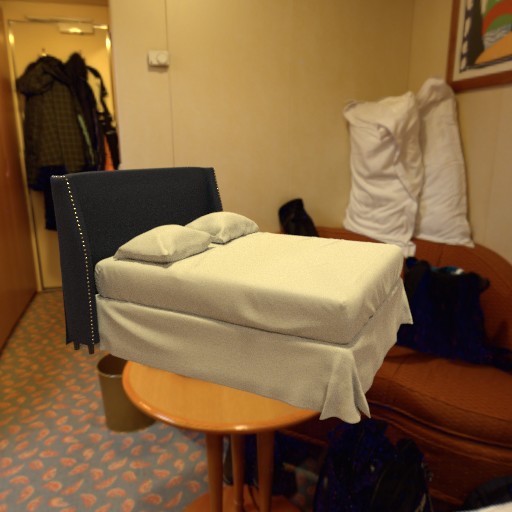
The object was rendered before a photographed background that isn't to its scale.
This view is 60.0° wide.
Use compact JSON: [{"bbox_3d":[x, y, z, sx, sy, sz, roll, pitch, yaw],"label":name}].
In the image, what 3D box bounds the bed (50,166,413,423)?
[{"bbox_3d":[0.000,0.000,3.536,2.276,1.332,1.925,7,15,27],"label":"bed"}]
